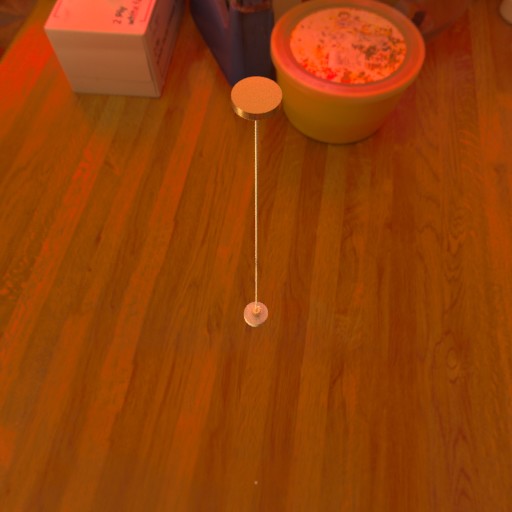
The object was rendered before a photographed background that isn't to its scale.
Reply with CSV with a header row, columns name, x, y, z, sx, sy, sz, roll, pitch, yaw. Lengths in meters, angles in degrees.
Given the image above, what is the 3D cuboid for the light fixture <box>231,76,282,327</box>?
name,x,y,z,sx,sy,sz,roll,pitch,yaw
light fixture,0.000,0.000,1.785,0.129,1.669,0.129,-19,64,-9
